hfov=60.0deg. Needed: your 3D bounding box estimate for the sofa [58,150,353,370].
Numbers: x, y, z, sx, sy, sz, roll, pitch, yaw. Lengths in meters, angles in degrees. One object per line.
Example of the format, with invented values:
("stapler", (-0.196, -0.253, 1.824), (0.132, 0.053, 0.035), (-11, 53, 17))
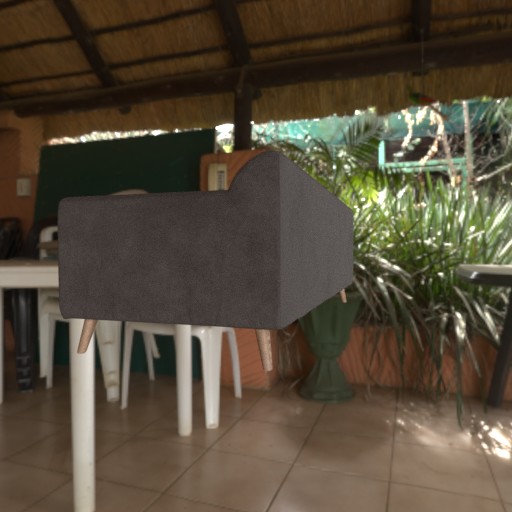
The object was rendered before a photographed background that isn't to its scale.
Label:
("sofa", (0.000, 0.000, 2.589), (0.900, 0.740, 2.190), (0, 1, 18))
